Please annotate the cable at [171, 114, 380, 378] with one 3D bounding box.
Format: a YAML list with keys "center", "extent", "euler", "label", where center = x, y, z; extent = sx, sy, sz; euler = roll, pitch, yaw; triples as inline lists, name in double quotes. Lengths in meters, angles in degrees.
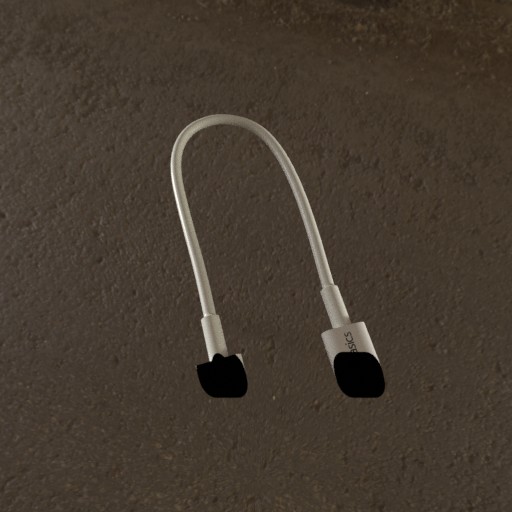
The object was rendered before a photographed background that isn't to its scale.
- center: [0.000, 0.000, 0.113]
  extent: [0.041, 0.005, 0.098]
  euler: [-13, 64, -6]
  label: "cable"
